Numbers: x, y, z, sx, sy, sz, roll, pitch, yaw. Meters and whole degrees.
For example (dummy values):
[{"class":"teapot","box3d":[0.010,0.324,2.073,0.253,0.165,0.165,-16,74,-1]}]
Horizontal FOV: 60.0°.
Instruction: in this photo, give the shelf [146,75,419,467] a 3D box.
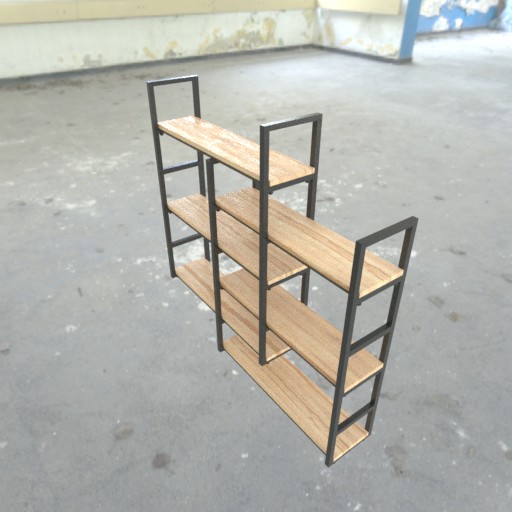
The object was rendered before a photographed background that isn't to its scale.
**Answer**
[{"class":"shelf","box3d":[0.000,0.000,1.401,0.183,0.921,0.946,-22,38,-30]}]
